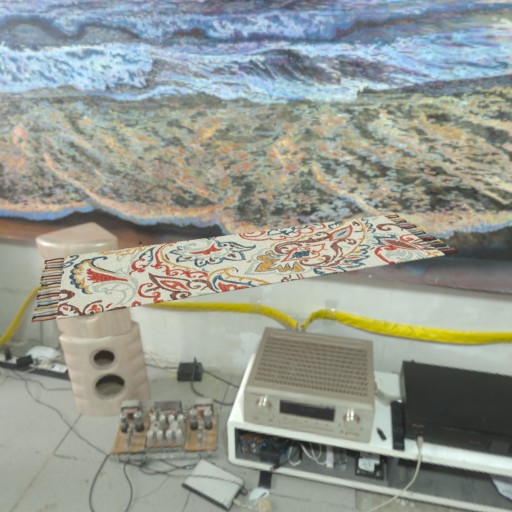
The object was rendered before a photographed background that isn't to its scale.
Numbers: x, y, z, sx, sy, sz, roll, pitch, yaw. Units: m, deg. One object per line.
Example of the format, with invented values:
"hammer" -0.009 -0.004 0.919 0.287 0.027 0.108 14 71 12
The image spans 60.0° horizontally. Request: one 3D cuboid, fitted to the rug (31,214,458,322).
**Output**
"rug" 0.000 0.000 2.976 2.682 0.015 0.763 -8 28 -16
